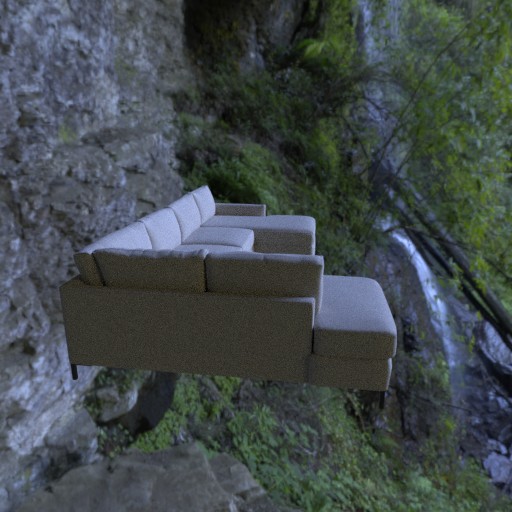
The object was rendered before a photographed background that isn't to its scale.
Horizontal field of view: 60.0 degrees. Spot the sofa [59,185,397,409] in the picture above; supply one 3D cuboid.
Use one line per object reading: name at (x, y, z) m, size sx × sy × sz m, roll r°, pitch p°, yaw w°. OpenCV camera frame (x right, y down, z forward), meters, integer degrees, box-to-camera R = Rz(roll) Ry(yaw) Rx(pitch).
sofa at (0.000, 0.000, 3.916) m, size 1.989 × 0.862 × 2.984 m, roll 2°, pitch 17°, yaw 8°
